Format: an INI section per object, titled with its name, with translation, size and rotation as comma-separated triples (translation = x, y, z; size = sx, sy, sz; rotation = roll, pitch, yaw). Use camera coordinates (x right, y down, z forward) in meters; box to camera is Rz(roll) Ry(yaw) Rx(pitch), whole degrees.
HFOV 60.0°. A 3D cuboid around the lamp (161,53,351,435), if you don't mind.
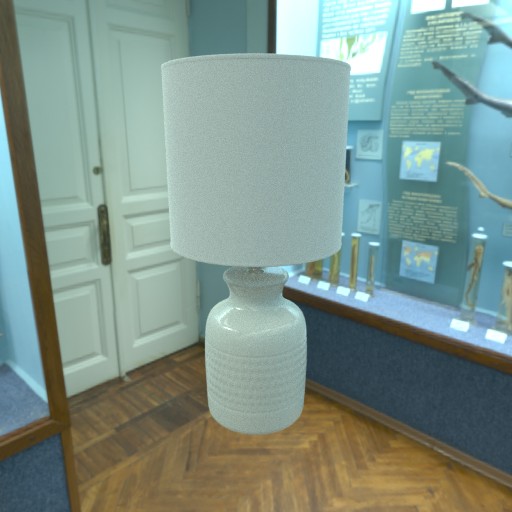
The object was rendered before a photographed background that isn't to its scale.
[lamp]
translation = 0.000, 0.000, 0.500
size = 0.188, 0.392, 0.188
rotation = -15, 22, -42
